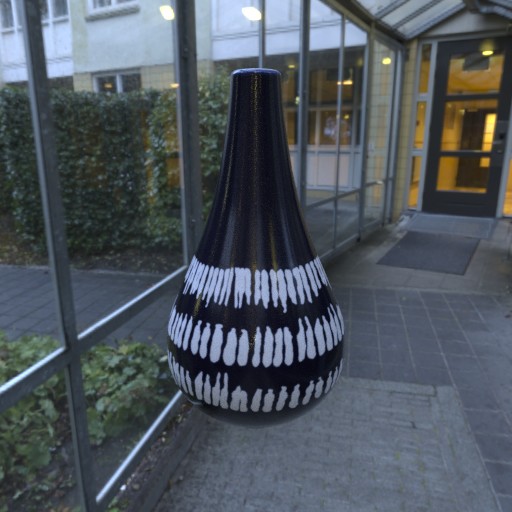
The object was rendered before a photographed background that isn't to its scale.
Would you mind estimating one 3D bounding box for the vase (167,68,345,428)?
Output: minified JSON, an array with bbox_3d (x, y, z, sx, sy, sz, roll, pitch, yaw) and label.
[{"bbox_3d":[0.000,0.000,0.381,0.159,0.295,0.159,0,15,0],"label":"vase"}]
